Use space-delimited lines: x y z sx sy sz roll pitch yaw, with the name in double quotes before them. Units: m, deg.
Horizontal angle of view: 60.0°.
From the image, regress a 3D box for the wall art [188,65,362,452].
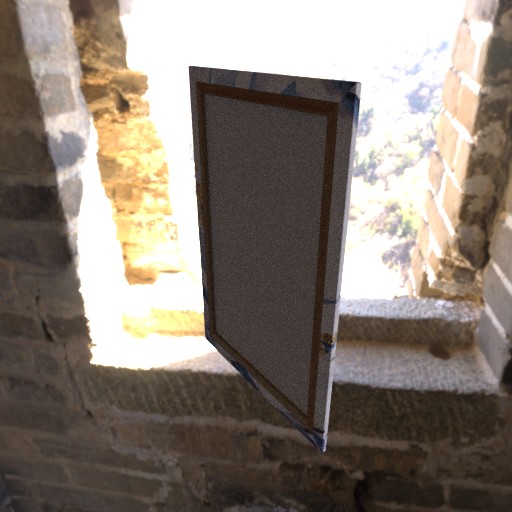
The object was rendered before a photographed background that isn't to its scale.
"wall art" 0.000 0.000 1.189 0.016 0.914 0.610 -18 31 -32
